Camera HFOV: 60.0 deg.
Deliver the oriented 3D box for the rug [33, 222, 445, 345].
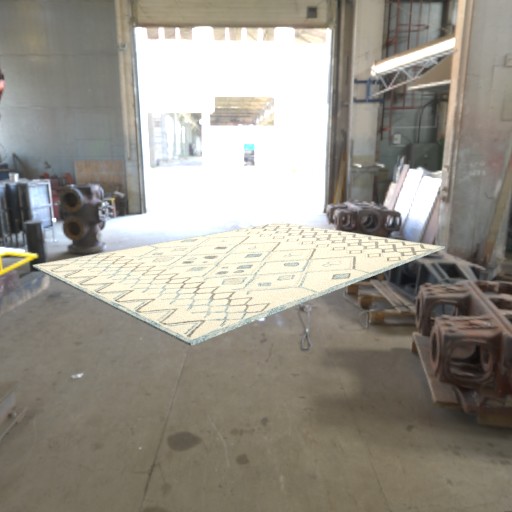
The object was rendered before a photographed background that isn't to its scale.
[{"bbox_3d":[0.000,0.000,2.344,1.260,0.009,1.820,13,19,43],"label":"rug"}]
